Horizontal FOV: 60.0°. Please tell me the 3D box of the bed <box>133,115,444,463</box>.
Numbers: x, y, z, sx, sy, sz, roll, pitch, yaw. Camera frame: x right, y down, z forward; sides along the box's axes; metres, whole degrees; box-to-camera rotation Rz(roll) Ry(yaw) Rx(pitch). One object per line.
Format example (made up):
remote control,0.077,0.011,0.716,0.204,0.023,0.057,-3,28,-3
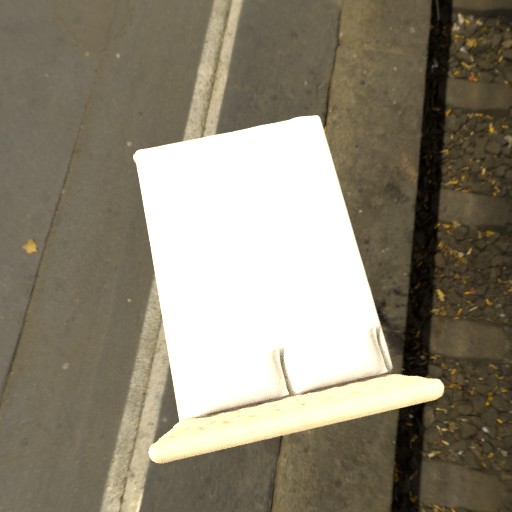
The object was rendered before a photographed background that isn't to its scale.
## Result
bed,0.000,0.000,3.388,1.698,1.427,2.387,-12,77,-3
